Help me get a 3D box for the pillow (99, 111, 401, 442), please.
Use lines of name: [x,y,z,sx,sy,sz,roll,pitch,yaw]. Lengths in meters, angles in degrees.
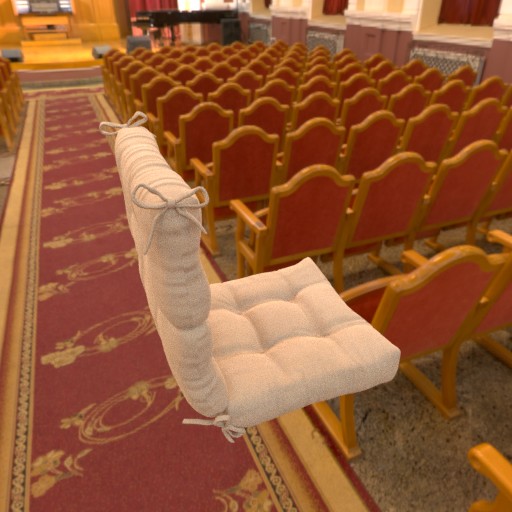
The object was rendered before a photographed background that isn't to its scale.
pillow: [0.000,0.000,1.035,0.571,0.605,0.519,-12,32,-19]
